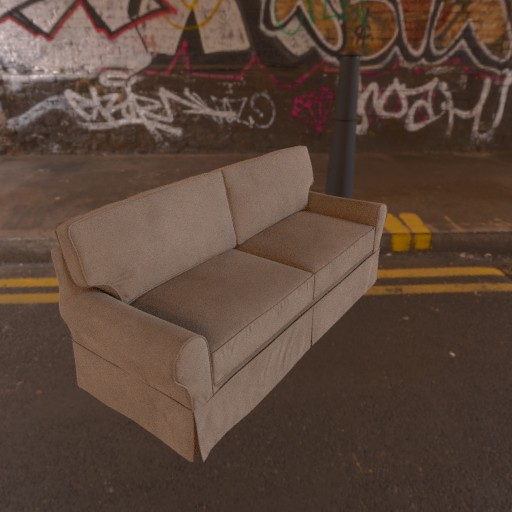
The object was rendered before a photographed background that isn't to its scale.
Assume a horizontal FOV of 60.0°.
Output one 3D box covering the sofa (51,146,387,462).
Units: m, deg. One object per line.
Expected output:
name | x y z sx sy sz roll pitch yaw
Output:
sofa | 0.000 0.000 2.753 0.900 1.014 2.246 17 30 32
